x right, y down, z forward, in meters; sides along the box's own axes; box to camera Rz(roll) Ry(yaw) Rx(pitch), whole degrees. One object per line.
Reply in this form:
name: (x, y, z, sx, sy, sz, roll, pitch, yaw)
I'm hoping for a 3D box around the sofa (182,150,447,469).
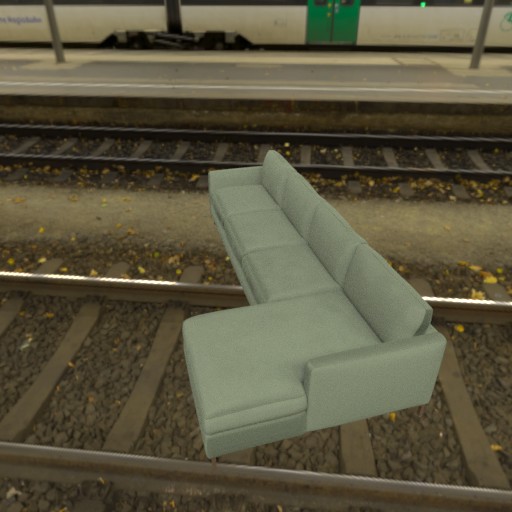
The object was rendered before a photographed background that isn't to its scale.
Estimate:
sofa: (0.000, 0.000, 3.251, 1.255, 0.756, 2.725, -8, 32, -13)
